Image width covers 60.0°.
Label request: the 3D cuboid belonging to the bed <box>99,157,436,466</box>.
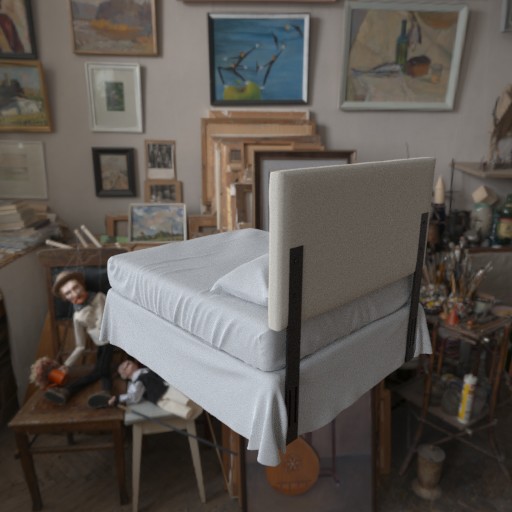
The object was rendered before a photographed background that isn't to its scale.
[{"bbox_3d":[0.000,0.000,3.554,1.936,1.577,2.222,-15,22,-41],"label":"bed"}]
